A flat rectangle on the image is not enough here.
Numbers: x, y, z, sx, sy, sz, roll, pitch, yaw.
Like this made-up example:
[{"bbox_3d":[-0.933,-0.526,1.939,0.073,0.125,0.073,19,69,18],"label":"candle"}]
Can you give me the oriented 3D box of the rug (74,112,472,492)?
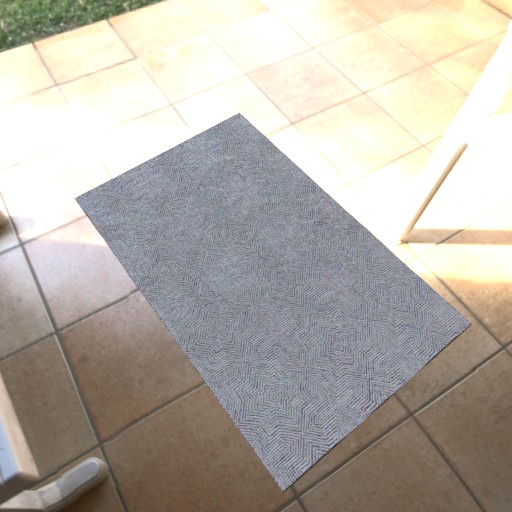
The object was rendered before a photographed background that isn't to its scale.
[{"bbox_3d":[0.000,0.000,3.014,1.519,0.007,2.428,-33,64,-19],"label":"rug"}]
